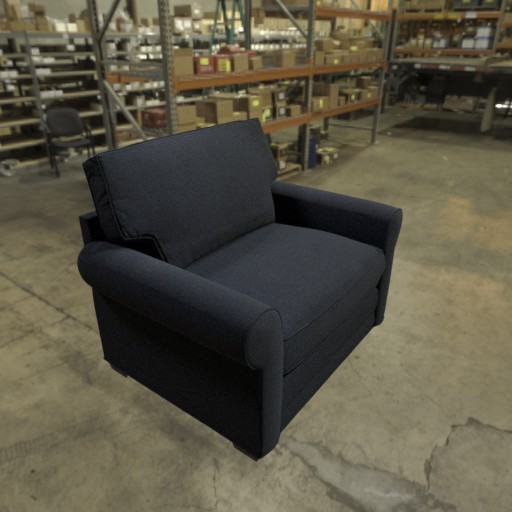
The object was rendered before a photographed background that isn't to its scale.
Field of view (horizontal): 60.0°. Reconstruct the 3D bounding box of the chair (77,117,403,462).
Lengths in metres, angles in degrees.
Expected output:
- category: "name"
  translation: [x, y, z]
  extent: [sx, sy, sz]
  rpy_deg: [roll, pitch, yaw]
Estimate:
- category: "chair"
  translation: [0.000, 0.000, 2.025]
  extent: [0.963, 1.044, 1.285]
  rpy_deg: [19, 32, 32]
